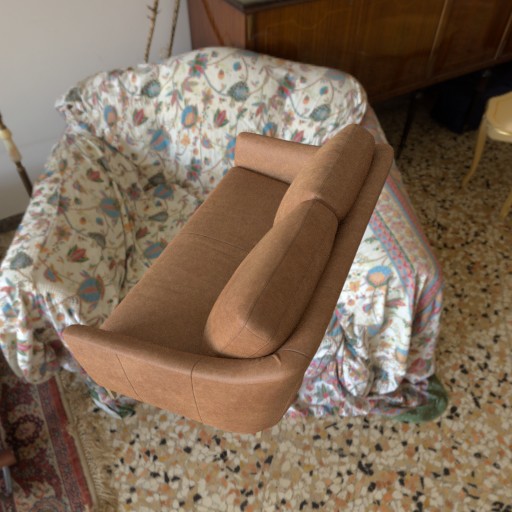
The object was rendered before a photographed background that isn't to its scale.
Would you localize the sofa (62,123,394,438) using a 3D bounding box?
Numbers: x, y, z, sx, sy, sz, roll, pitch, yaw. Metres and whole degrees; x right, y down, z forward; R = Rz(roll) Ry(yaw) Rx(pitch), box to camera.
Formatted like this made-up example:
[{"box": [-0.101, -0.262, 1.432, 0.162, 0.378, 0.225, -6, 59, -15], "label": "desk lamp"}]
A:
[{"box": [0.000, 0.000, 2.174, 0.960, 0.902, 1.619, 18, 49, 16], "label": "sofa"}]
